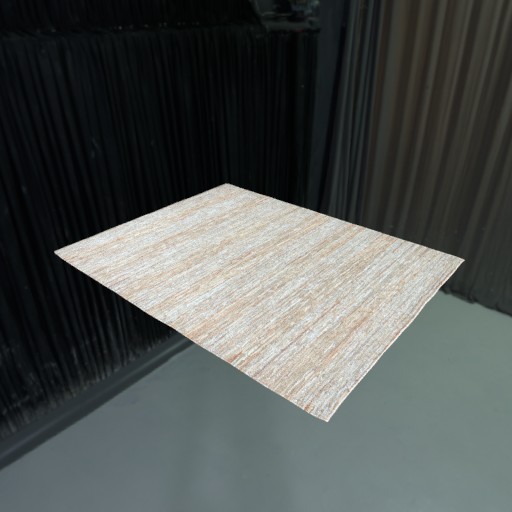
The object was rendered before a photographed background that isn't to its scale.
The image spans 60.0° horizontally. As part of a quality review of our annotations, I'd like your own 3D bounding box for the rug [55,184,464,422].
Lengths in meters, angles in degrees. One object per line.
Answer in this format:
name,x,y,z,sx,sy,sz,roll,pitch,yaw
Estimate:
rug,0.000,0.000,3.987,2.939,0.009,2.313,23,37,34
